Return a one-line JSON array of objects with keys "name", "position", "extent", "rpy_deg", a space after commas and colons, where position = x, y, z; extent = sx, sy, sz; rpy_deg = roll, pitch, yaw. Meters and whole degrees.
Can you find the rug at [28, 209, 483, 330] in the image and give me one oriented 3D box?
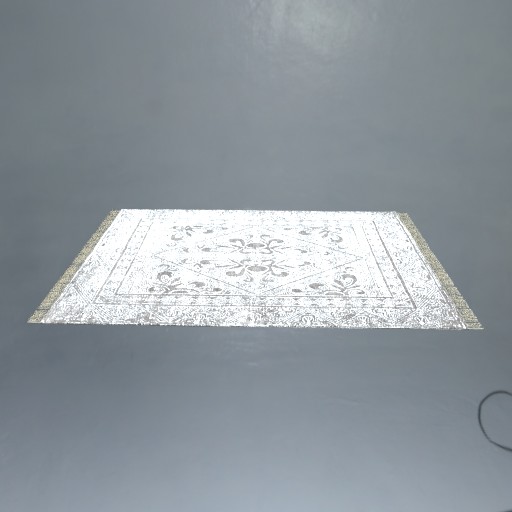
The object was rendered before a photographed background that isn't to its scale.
[{"name": "rug", "position": [0.000, 0.000, 3.021], "extent": [2.440, 0.010, 1.529], "rpy_deg": [1, 30, 1]}]
